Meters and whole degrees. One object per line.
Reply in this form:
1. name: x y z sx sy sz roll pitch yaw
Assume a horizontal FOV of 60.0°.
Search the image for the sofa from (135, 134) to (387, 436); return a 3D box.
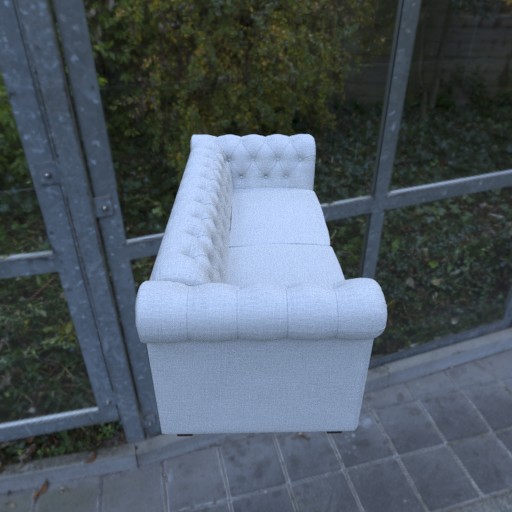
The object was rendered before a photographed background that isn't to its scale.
1. sofa: 0.000 0.000 2.264 0.783 0.797 1.798 -1 32 -1
